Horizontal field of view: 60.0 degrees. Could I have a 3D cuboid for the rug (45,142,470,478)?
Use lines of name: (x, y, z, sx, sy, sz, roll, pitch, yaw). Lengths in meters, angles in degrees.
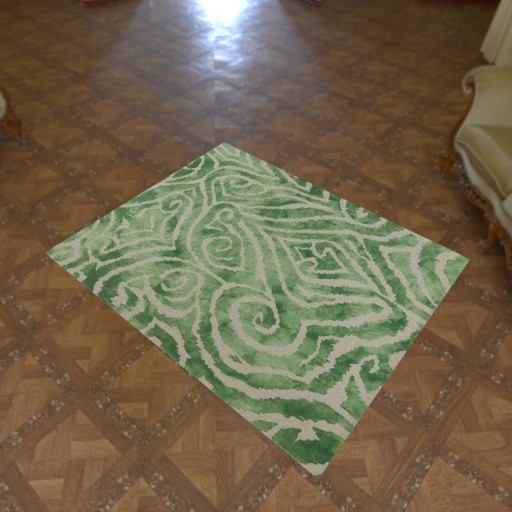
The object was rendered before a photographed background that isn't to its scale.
rug: (0.000, 0.000, 4.071, 3.045, 0.007, 2.436, 31, 54, 26)
